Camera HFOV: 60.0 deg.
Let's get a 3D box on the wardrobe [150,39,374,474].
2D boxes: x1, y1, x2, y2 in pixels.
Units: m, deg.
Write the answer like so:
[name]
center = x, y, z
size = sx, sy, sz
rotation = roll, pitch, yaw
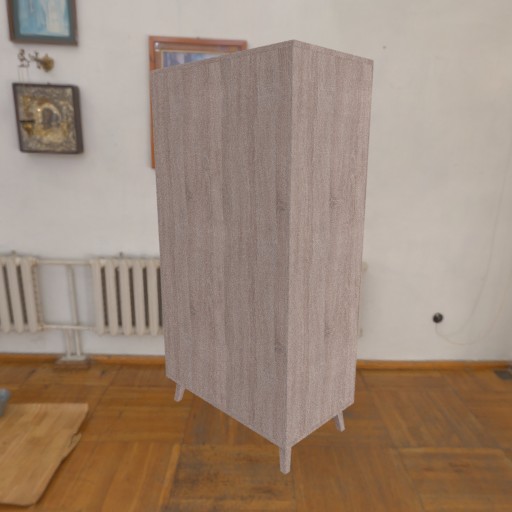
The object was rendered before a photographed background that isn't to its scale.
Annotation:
[wardrobe]
center = 0.000, 0.000, 2.455
size = 0.600, 1.960, 1.000
rotation = -13, 19, -43
